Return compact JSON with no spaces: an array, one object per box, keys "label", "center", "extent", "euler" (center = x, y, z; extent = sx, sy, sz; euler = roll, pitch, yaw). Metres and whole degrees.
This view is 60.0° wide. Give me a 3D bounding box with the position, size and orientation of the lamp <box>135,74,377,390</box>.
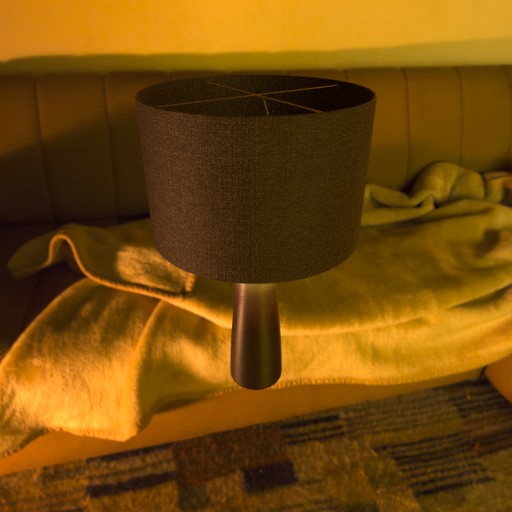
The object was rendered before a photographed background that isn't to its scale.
[{"label":"lamp","center":[0.000,0.000,0.690],"extent":[0.303,0.488,0.303],"euler":[0,30,0]}]
